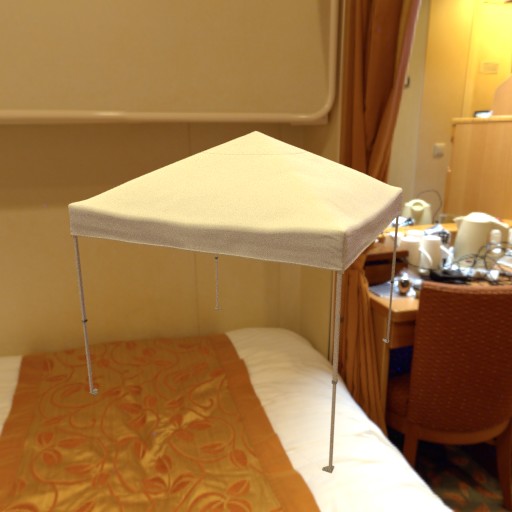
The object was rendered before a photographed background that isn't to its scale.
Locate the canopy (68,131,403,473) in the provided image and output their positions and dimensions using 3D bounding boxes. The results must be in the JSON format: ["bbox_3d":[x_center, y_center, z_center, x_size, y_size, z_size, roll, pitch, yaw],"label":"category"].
[{"bbox_3d":[0.000,0.000,5.526,2.996,2.997,2.998,7,17,25],"label":"canopy"}]
